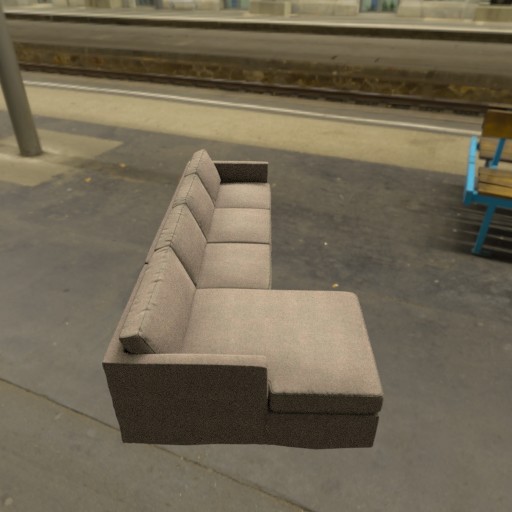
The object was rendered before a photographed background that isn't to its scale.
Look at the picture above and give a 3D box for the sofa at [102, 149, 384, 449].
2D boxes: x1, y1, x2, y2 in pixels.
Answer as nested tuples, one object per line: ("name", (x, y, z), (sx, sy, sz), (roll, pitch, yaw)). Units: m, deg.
("sofa", (0.000, 0.000, 3.906), (1.650, 0.922, 3.205), (1, 33, 1))
